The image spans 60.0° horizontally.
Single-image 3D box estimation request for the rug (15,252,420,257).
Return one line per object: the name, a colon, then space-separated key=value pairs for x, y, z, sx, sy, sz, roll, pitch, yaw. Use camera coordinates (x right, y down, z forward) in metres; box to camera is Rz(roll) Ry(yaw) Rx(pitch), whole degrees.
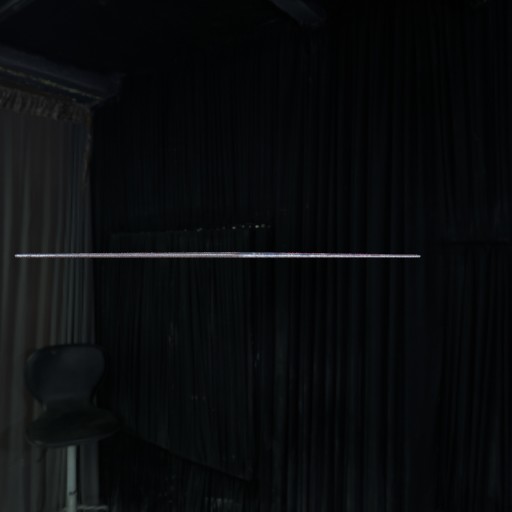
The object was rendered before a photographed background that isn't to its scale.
rug: x=0.000 y=0.000 z=3.008 sx=1.539 sy=0.018 sz=2.449 roll=0 pitch=0 yaw=35
